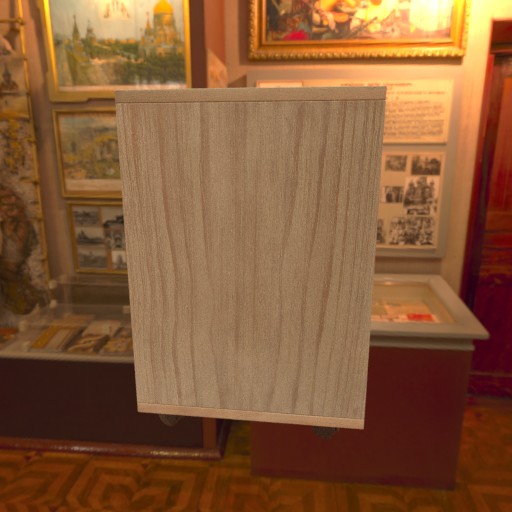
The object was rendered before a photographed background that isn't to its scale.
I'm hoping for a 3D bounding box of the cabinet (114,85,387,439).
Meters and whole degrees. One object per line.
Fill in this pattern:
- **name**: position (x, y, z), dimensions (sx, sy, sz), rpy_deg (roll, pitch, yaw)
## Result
- **cabinet**: position (0.000, 0.000, 0.877), dimensions (0.401, 0.579, 0.409), rpy_deg (2, 14, 7)
